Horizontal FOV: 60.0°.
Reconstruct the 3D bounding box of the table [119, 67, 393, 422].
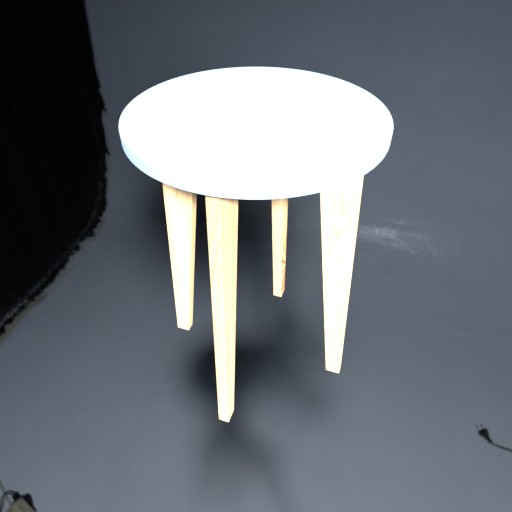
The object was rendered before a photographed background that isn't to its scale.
[{"bbox_3d":[0.000,0.000,0.744,0.350,0.500,0.350,0,41,0],"label":"table"}]
